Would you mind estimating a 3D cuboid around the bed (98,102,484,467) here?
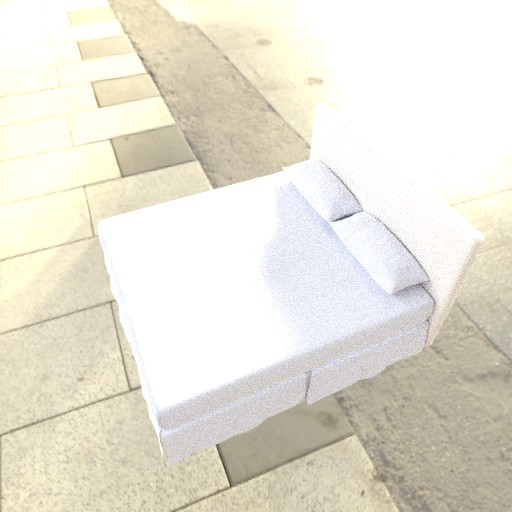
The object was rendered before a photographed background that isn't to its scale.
[{"bbox_3d":[0.000,0.000,3.606,2.341,1.317,2.119,-18,48,-17],"label":"bed"}]
